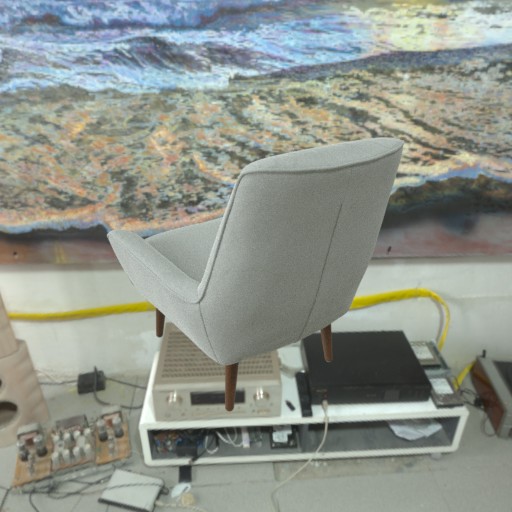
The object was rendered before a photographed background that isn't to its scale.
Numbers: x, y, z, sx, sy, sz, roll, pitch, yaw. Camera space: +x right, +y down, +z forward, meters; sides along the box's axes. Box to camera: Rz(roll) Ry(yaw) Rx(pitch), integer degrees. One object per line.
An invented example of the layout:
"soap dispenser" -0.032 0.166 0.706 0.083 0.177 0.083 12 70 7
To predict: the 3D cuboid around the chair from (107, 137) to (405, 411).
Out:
"chair" 0.000 0.000 1.521 0.787 0.888 0.822 -17 32 -29
